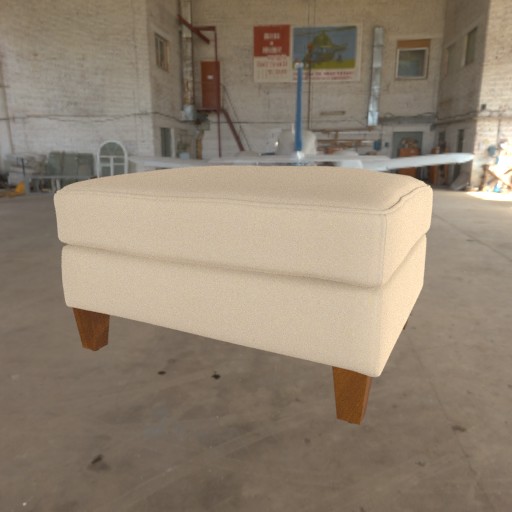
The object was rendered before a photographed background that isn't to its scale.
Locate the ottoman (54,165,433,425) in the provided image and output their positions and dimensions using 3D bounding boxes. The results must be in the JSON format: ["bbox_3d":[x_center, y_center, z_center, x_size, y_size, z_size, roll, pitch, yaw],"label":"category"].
[{"bbox_3d":[0.000,0.000,1.202,0.818,0.485,0.634,7,15,26],"label":"ottoman"}]
